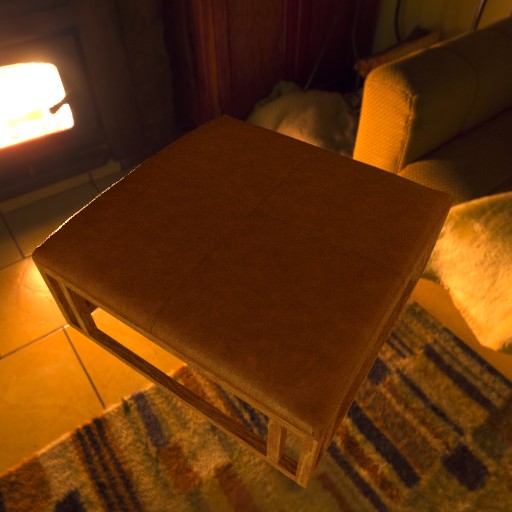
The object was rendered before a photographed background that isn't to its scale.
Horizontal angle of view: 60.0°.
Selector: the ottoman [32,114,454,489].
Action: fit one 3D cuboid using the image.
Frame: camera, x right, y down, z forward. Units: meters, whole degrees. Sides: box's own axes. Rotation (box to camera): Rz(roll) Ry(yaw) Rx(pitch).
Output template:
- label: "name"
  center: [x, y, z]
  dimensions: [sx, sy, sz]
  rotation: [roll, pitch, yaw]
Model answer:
- label: "ottoman"
  center: [0.000, 0.000, 1.576]
  dimensions: [1.016, 0.442, 1.013]
  rotation: [26, 52, 22]
